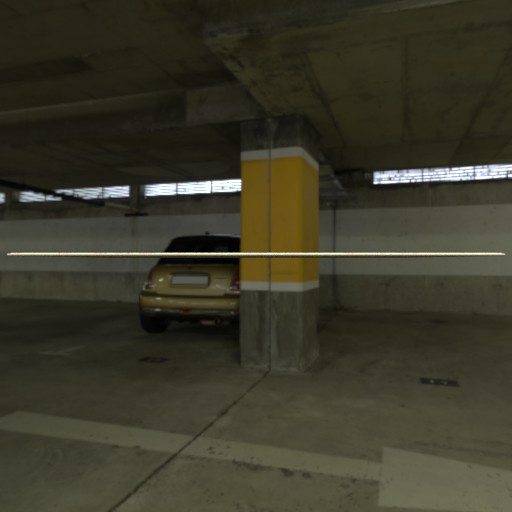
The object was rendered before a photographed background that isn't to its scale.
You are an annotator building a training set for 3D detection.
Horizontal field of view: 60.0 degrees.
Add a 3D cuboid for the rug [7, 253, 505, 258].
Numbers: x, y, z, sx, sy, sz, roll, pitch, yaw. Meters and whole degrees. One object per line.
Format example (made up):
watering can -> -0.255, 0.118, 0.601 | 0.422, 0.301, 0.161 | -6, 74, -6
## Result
rug -> 0.000, 0.000, 3.348 | 2.746, 0.018, 1.819 | 0, -1, 0
